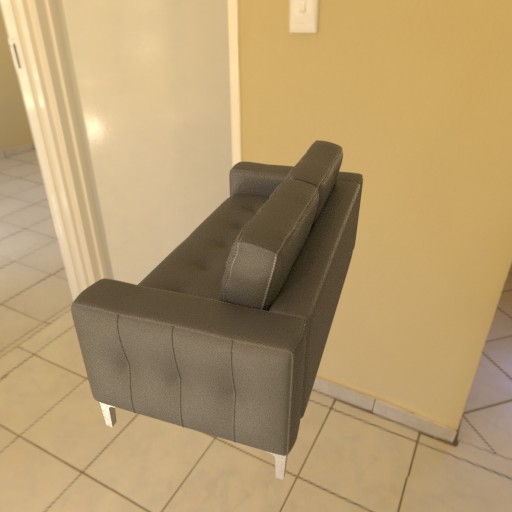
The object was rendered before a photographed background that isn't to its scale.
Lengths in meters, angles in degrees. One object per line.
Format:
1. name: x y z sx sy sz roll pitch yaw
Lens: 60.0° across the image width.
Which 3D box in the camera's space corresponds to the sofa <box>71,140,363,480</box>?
1. sofa: 0.000 0.000 2.211 0.833 0.892 1.726 9 31 16
